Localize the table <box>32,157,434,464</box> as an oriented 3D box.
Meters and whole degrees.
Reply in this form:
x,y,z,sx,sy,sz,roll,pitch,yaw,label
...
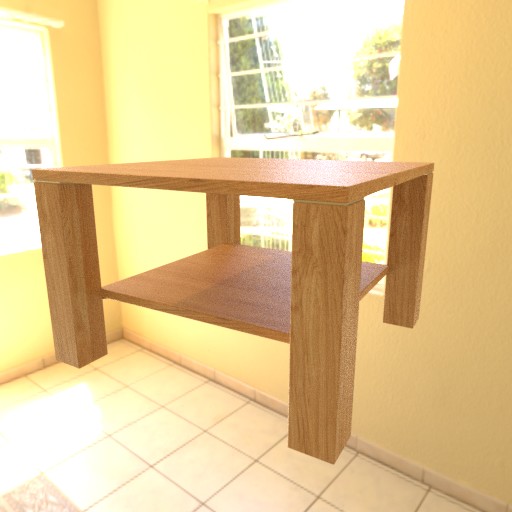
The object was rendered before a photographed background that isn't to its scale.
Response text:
x,y,z,sx,sy,sz,roll,pitch,yaw,label
0.000,0.000,1.123,0.700,0.450,0.700,9,17,29,table
